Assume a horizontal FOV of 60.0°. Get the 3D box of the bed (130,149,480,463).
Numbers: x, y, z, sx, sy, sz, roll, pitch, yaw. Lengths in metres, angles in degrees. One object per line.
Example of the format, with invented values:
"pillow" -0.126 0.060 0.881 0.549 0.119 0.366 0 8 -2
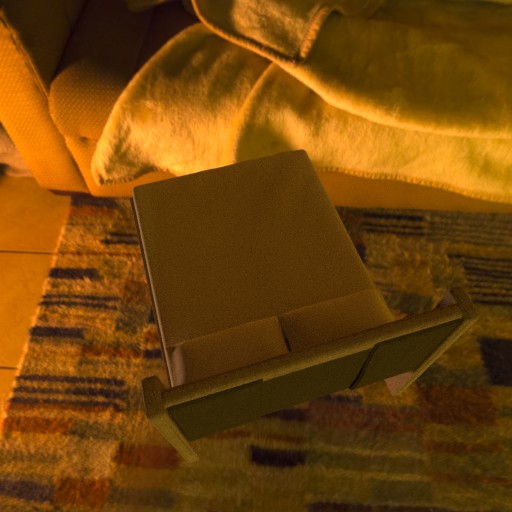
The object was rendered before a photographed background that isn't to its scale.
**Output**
"bed" 0.000 0.000 3.298 1.714 1.481 2.245 -15 59 -9
